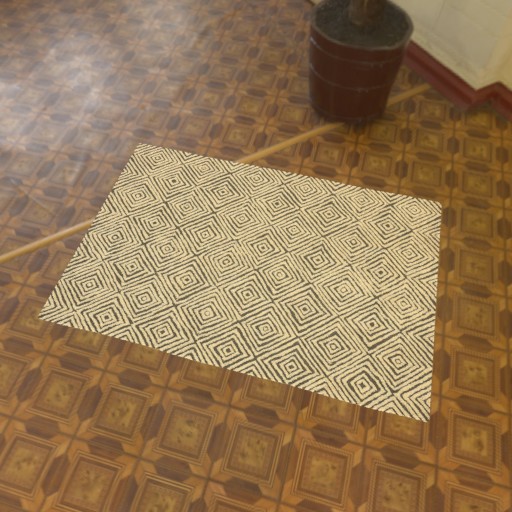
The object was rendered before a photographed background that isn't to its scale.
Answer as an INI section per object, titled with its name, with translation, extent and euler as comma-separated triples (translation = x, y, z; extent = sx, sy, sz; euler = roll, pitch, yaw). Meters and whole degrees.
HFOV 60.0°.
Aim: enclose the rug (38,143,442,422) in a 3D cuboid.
[rug]
translation = 0.000, 0.000, 2.201
extent = 1.750, 0.004, 1.177
euler = 13, 58, 8
